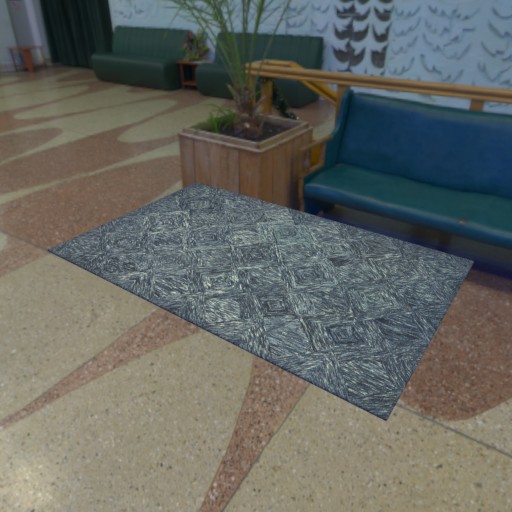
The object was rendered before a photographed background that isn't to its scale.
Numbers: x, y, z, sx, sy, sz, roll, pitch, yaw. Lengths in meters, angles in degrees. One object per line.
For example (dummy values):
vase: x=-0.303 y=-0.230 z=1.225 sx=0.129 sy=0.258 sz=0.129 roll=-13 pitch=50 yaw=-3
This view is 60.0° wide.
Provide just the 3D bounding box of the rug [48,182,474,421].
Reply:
rug: x=0.000 y=0.000 z=2.862 sx=2.330 sy=0.017 sz=1.478 roll=20 pitch=36 yaw=30
